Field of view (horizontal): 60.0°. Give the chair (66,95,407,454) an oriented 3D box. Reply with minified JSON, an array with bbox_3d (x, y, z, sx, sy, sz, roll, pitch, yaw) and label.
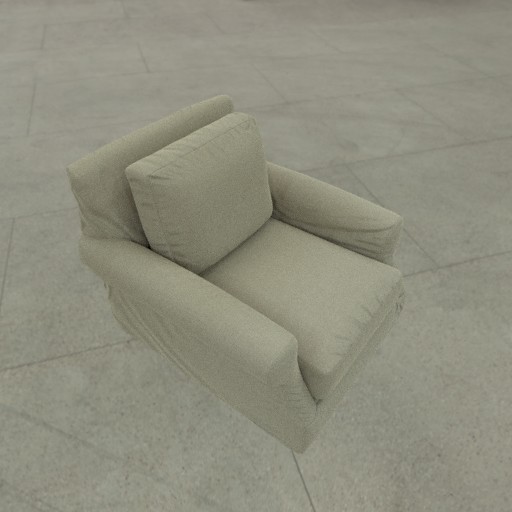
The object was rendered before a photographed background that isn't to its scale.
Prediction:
[{"bbox_3d":[0.000,0.000,1.761,1.066,0.866,0.940,27,48,27],"label":"chair"}]
